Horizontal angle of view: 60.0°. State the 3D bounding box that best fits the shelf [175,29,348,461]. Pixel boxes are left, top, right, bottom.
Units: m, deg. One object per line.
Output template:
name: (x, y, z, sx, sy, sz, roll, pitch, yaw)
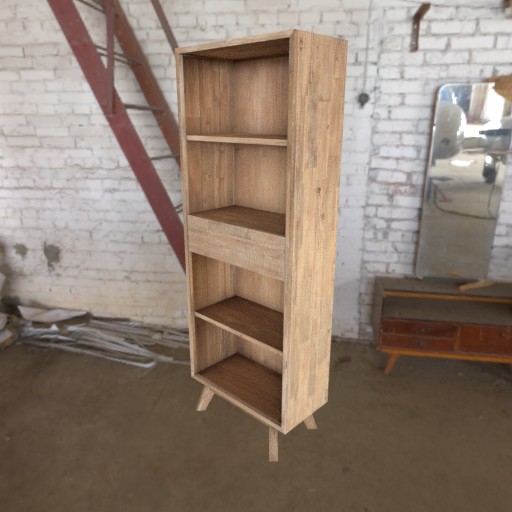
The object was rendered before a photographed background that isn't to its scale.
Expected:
shelf: (0.000, 0.000, 1.543, 0.491, 1.342, 0.267, 16, 24, 41)
